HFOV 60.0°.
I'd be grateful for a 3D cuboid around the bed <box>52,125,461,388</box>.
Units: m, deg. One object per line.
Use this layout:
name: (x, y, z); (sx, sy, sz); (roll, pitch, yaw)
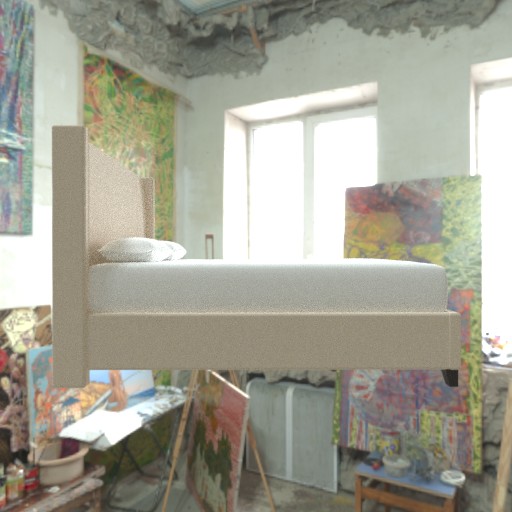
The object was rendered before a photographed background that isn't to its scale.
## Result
bed: (0.000, 0.000, 3.361); (2.293, 1.471, 1.778); (0, 0, 0)
